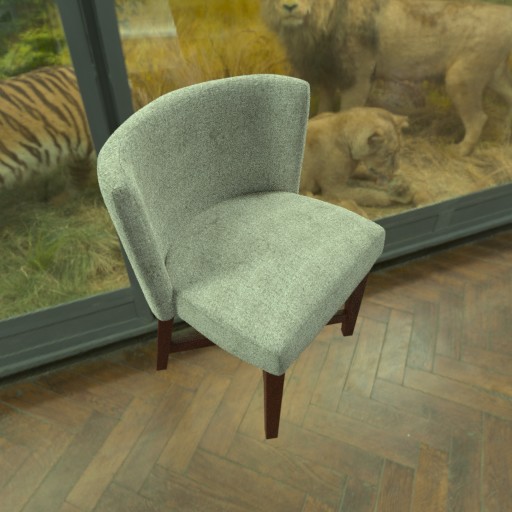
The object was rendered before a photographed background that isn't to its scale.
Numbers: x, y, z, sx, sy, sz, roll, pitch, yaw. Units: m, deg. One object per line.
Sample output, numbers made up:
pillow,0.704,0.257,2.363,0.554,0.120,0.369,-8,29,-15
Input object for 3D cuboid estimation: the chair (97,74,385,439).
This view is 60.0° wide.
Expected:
chair,0.000,0.000,1.280,0.575,0.827,0.728,26,47,27
